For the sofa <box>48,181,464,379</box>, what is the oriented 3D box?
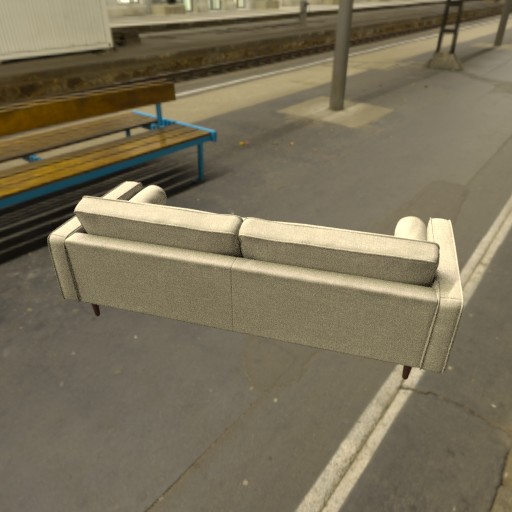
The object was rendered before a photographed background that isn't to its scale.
[{"bbox_3d":[0.000,0.000,2.670,2.211,0.762,0.914,9,33,14],"label":"sofa"}]
